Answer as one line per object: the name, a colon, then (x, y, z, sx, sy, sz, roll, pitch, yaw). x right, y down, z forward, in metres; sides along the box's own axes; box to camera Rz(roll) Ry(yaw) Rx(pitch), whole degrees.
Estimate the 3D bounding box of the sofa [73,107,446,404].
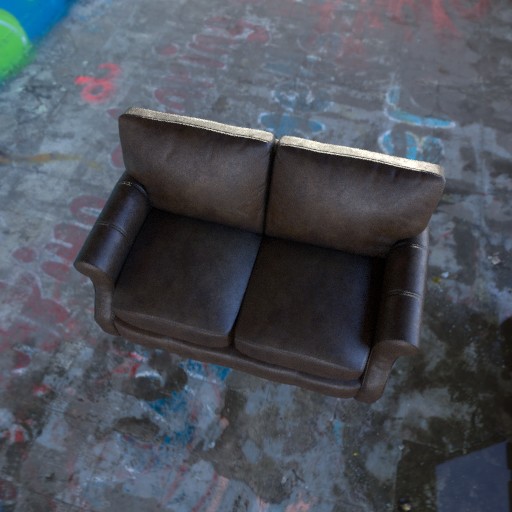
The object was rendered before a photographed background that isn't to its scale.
sofa: (0.000, 0.000, 2.213, 1.616, 0.976, 0.990, 13, 59, 8)
